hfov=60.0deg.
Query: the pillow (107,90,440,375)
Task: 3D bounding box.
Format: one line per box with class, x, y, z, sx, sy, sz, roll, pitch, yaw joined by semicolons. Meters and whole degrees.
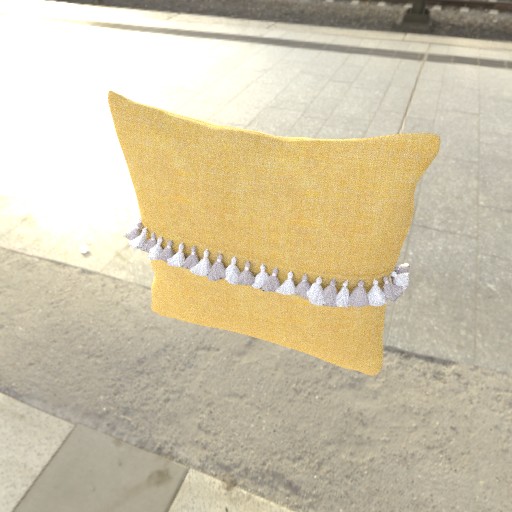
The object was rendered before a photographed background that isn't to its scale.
pillow;0.000;0.000;0.732;0.485;0.481;0.167;13;42;14
